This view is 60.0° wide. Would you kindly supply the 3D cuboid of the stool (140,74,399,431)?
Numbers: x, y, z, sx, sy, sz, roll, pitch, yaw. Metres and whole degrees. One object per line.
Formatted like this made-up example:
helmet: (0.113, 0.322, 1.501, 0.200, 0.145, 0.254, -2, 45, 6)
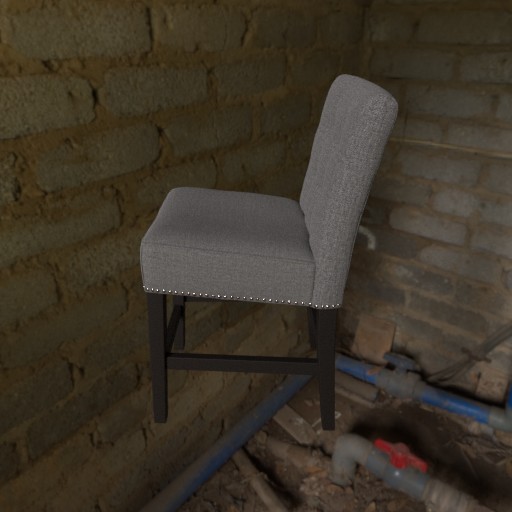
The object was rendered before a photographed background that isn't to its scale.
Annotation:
stool: (0.000, 0.000, 1.199, 0.571, 0.885, 0.427, 0, 27, 0)
